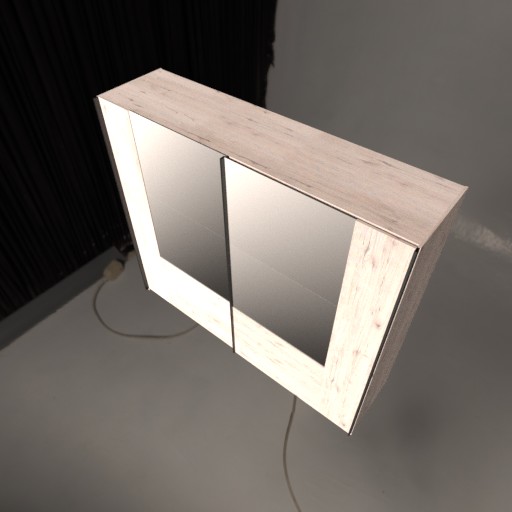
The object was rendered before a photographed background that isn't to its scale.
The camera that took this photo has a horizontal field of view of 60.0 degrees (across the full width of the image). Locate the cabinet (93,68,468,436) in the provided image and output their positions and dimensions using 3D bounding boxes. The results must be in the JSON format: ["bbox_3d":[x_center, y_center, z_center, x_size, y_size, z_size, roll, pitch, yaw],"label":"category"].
[{"bbox_3d":[0.000,0.000,3.607,2.500,2.180,0.660,30,53,26],"label":"cabinet"}]
